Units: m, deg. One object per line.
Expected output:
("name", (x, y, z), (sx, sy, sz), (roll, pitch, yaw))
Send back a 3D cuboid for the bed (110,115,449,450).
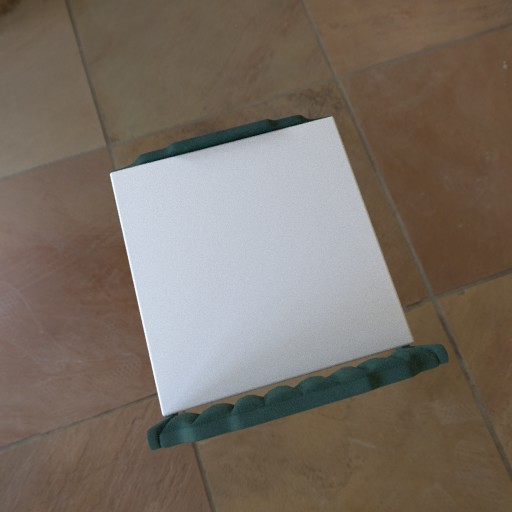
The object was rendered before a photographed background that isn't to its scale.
("bed", (0.000, 0.000, 3.577), (2.074, 1.245, 2.340), (-15, 77, -4))
